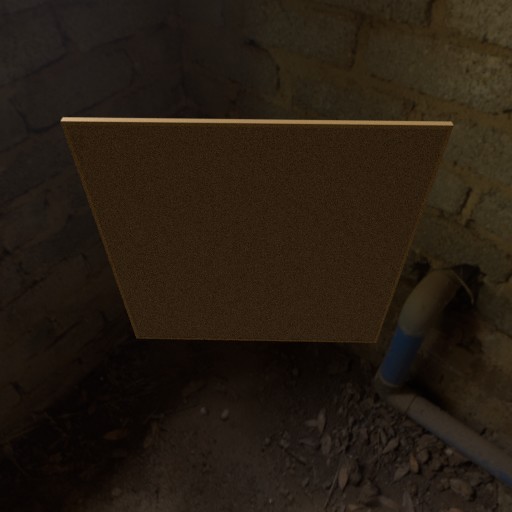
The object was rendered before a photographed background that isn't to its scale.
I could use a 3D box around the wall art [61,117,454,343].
[{"bbox_3d":[0.000,0.000,0.982,0.657,0.655,0.014,1,46,1],"label":"wall art"}]
